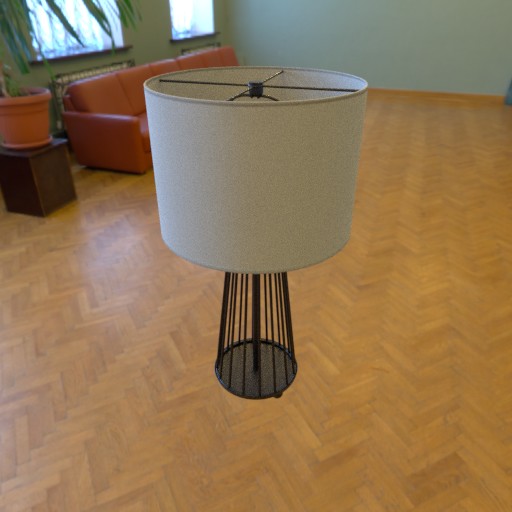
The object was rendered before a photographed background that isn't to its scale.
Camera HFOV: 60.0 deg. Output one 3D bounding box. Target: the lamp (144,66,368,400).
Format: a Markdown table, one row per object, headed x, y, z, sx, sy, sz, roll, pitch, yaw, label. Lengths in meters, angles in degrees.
| x | y | z | sx | sy | sz | roll | pitch | yaw | label |
| --- | --- | --- | --- | --- | --- | --- | --- | --- | --- |
| 0.000 | 0.000 | 0.796 | 0.322 | 0.593 | 0.322 | 9 | 31 | 15 | lamp |
